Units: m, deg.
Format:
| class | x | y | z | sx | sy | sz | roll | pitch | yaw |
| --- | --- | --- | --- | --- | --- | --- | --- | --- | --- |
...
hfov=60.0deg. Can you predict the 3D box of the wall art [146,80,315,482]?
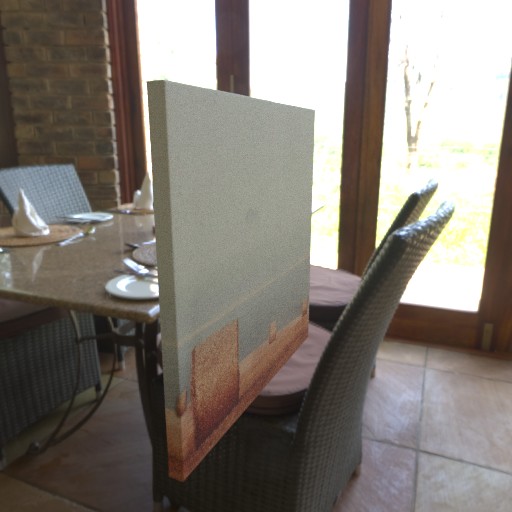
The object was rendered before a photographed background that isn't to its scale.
| class | x | y | z | sx | sy | sz | roll | pitch | yaw |
| --- | --- | --- | --- | --- | --- | --- | --- | --- | --- |
| wall art | 0.000 | 0.000 | 0.607 | 0.023 | 0.405 | 0.405 | 7 | 16 | 25 |
